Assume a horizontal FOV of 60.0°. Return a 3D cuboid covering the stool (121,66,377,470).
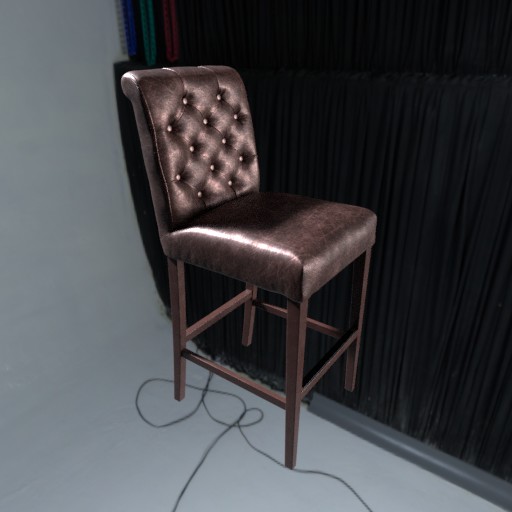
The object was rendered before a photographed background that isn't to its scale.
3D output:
[{"bbox_3d":[0.000,0.000,1.505,0.659,1.168,0.483,17,30,32],"label":"stool"}]
